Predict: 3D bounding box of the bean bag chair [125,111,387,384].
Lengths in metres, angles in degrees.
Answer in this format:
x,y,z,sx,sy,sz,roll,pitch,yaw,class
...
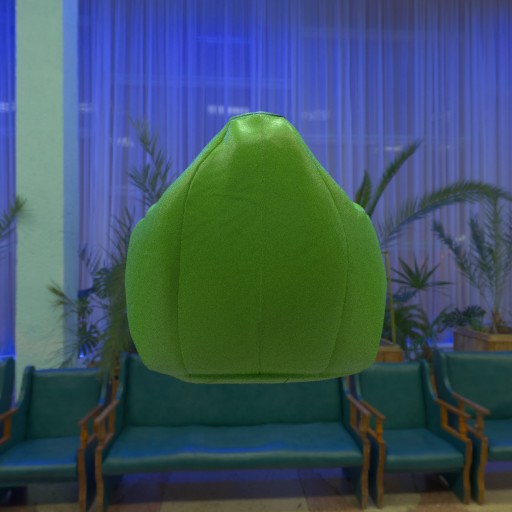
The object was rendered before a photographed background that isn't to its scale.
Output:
x,y,z,sx,sy,sz,roll,pitch,yaw,class
0.000,0.000,1.900,1.070,0.990,1.070,0,-1,-2,bean bag chair
